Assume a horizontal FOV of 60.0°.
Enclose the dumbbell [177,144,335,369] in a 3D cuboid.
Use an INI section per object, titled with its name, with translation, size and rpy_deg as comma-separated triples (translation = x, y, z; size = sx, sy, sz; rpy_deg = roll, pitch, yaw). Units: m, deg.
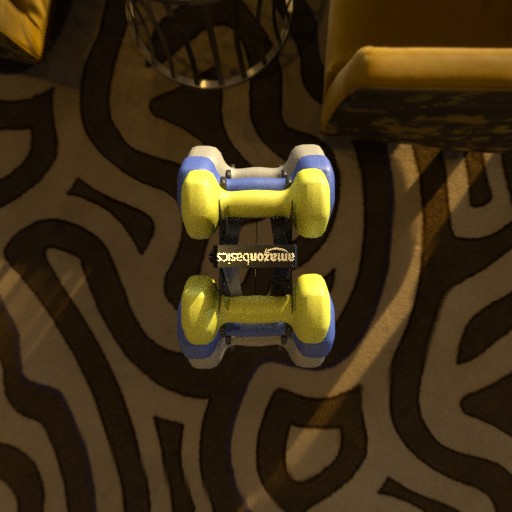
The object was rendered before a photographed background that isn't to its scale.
[dumbbell]
translation = 0.000, 0.000, 0.696
size = 0.261, 0.426, 0.416
rpy_deg = 0, 90, 0
